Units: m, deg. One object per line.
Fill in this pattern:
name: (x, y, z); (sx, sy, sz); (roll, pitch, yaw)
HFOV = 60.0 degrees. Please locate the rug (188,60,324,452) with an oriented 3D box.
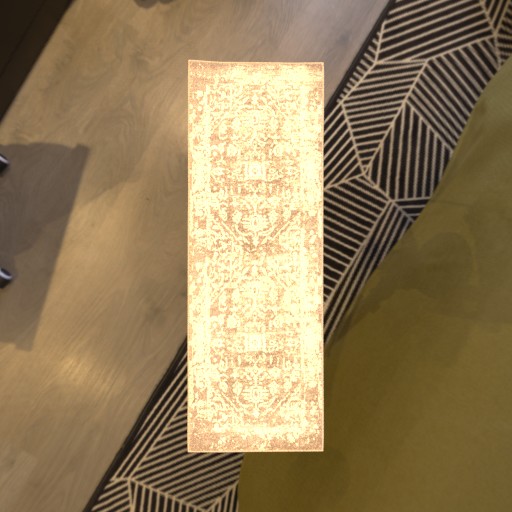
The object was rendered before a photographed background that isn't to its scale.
rug: (0.000, 0.000, 2.773); (0.855, 0.017, 2.452); (0, 90, -1)
